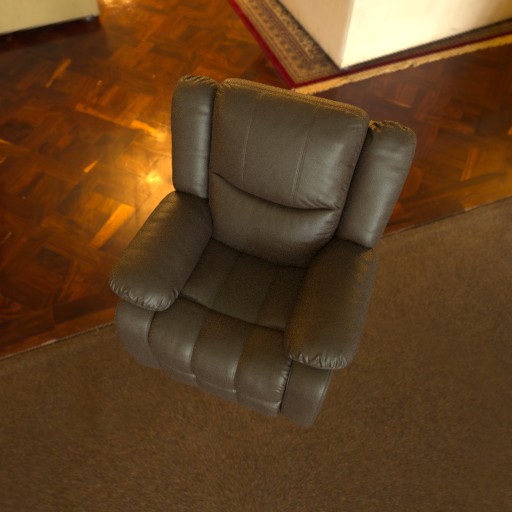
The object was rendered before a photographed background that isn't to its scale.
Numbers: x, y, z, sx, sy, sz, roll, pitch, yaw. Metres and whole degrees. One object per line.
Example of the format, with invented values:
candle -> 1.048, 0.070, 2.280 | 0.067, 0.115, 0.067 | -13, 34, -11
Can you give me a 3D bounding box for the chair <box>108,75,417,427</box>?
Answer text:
chair -> 0.000, 0.000, 1.709 | 0.899, 1.009, 0.934 | 17, 60, 11
